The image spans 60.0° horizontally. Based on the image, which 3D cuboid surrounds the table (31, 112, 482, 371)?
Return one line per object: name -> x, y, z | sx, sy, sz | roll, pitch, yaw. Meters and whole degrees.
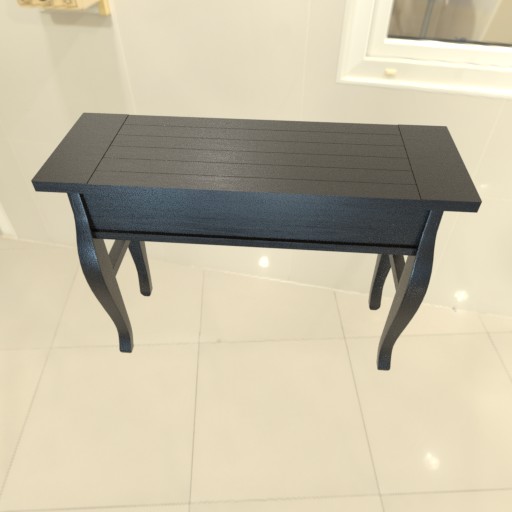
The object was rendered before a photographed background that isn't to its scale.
table -> 0.000, 0.000, 1.434 | 1.062, 0.768, 0.373 | 3, 44, 3
